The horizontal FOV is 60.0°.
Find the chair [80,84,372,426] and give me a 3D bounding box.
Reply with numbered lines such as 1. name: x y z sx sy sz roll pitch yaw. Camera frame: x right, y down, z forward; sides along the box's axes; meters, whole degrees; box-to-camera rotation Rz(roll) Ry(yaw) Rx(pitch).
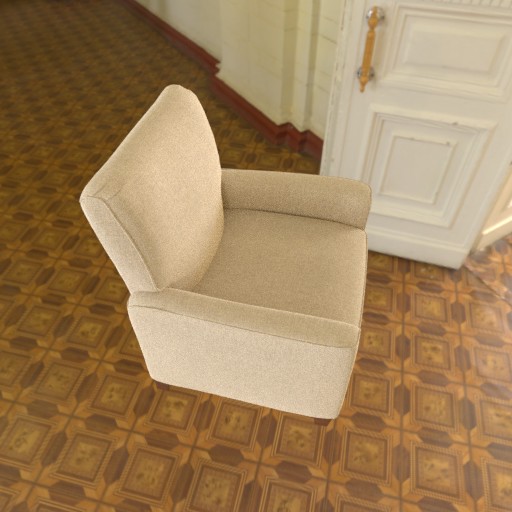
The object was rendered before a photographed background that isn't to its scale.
1. chair: 0.000 0.000 1.697 0.859 1.023 0.845 10 47 9
